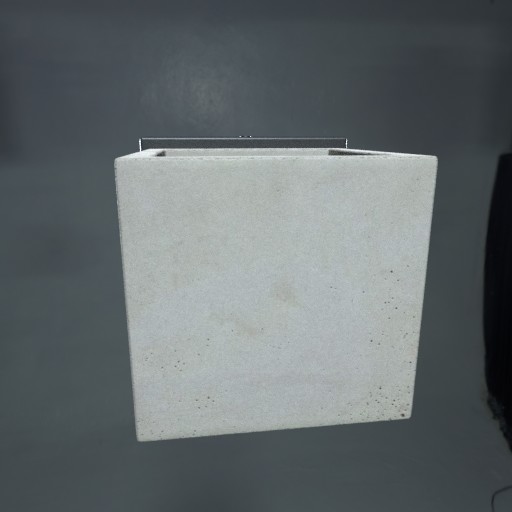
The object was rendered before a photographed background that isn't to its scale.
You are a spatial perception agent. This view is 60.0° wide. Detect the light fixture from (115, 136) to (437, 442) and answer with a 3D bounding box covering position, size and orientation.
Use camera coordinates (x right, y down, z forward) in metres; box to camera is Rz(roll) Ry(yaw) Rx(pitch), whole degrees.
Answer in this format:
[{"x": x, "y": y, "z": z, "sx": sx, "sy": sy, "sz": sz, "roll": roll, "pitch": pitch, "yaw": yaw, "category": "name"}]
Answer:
[{"x": 0.000, "y": 0.000, "z": 0.232, "sx": 0.121, "sy": 0.121, "sz": 0.143, "roll": -2, "pitch": 15, "yaw": -7, "category": "light fixture"}]
